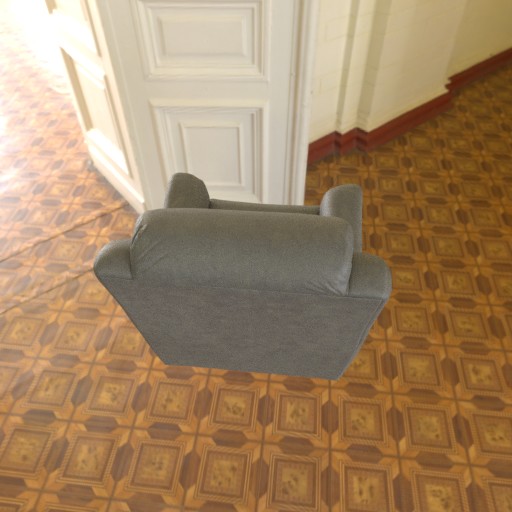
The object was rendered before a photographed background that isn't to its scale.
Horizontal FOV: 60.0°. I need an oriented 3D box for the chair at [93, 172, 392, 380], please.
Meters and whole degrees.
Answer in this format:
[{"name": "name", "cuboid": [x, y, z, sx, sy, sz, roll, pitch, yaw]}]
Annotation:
[{"name": "chair", "cuboid": [0.000, 0.000, 1.948, 0.965, 1.116, 1.068, 4, 47, 4]}]
